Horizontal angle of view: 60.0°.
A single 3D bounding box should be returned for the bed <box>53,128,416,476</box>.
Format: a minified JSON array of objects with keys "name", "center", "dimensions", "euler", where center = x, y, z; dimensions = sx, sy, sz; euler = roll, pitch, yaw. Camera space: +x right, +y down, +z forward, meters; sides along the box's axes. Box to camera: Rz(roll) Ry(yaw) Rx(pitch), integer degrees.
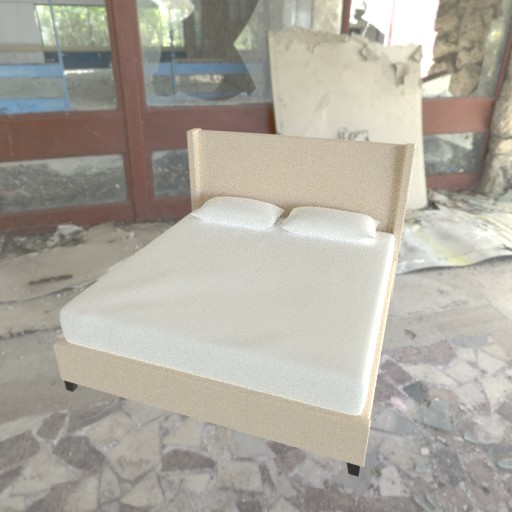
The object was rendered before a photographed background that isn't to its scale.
[{"name":"bed","center":[0.000,0.000,3.531],"dimensions":[2.145,1.471,2.293],"euler":[9,28,18]}]
